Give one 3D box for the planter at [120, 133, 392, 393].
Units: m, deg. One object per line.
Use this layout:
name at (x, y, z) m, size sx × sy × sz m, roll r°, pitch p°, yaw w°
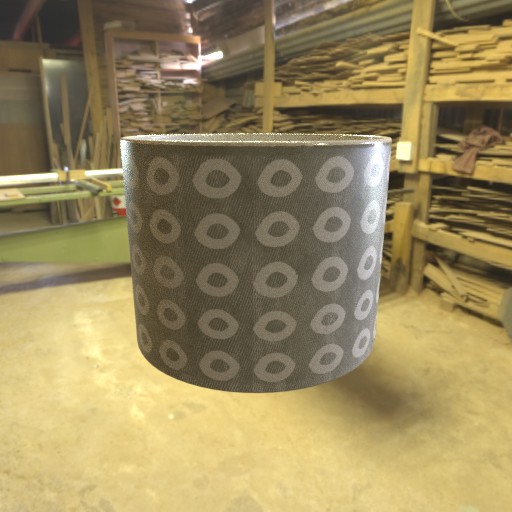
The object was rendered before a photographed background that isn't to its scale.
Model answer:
planter at (0.000, 0.000, 0.459) m, size 0.250 × 0.239 × 0.250 m, roll 0°, pitch 17°, yaw 0°
